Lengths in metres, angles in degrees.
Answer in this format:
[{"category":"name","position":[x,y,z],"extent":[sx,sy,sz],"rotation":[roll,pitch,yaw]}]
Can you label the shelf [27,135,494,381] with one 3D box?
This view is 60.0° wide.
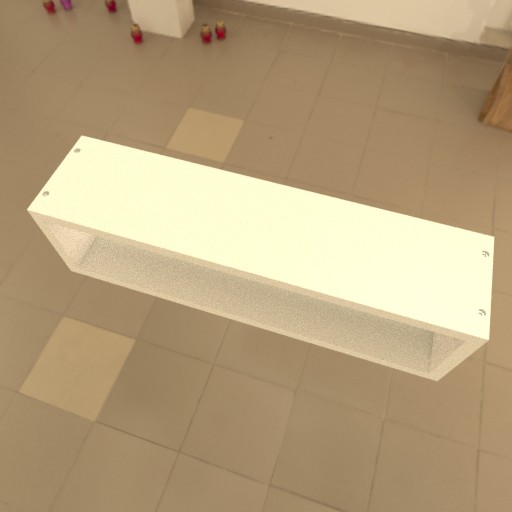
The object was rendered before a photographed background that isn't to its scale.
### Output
[{"category":"shelf","position":[0.000,0.000,0.666],"extent":[0.610,0.170,0.150],"rotation":[15,60,9]}]
